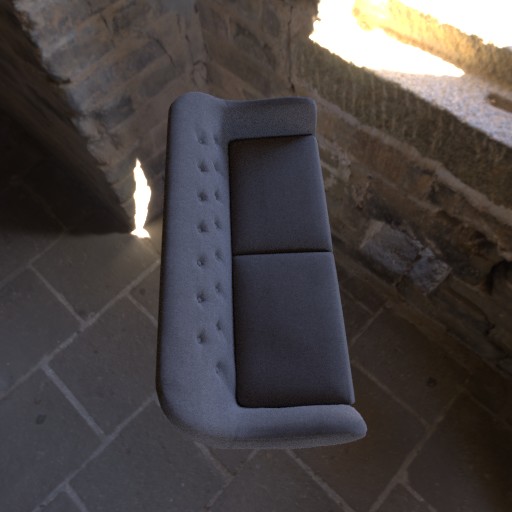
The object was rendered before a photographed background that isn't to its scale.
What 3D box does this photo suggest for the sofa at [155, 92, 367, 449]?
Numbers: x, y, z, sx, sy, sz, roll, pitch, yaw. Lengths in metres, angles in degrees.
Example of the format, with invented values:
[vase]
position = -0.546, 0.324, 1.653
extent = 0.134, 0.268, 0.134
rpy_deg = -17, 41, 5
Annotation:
[sofa]
position = 0.000, 0.000, 2.275
extent = 0.820, 0.820, 1.840
rpy_deg = -3, 64, -1
